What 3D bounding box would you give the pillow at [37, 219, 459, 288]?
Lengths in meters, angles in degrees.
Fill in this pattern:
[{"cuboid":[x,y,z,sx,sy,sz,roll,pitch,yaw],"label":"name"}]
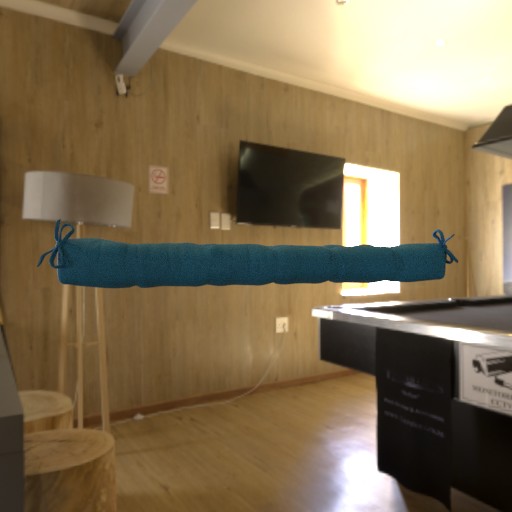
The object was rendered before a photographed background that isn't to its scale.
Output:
[{"cuboid":[0.000,0.000,1.389,1.194,0.174,0.511,0,0,-17],"label":"pillow"}]
